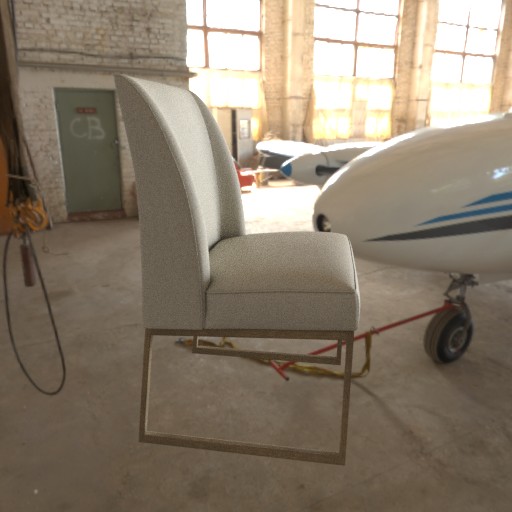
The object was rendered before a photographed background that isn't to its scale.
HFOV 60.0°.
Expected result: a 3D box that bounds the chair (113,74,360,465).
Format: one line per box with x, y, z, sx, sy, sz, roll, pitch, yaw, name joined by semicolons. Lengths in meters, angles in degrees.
0.000;0.000;1.175;0.522;0.863;0.508;3;17;9;chair
